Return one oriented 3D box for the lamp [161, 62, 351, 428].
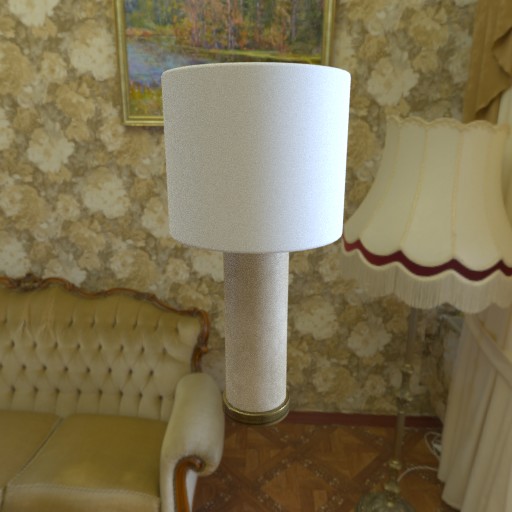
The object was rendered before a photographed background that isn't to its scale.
[{"bbox_3d":[0.000,0.000,0.811,0.305,0.634,0.305,15,22,43],"label":"lamp"}]
